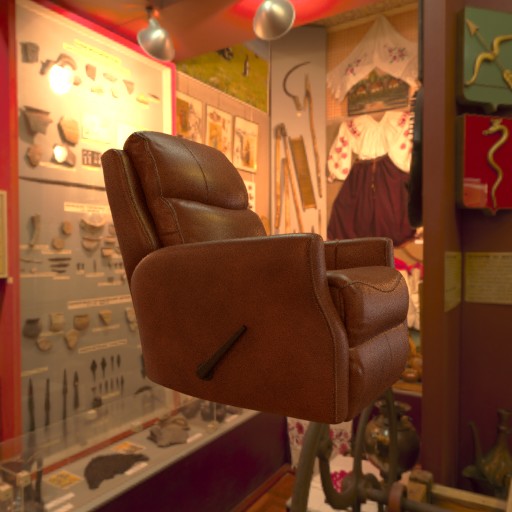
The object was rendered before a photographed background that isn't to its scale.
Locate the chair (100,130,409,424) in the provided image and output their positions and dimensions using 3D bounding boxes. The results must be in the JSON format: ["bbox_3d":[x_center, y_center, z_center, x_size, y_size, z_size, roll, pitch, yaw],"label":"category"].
[{"bbox_3d":[0.000,0.000,1.746,1.072,1.016,0.821,1,1,34],"label":"chair"}]
